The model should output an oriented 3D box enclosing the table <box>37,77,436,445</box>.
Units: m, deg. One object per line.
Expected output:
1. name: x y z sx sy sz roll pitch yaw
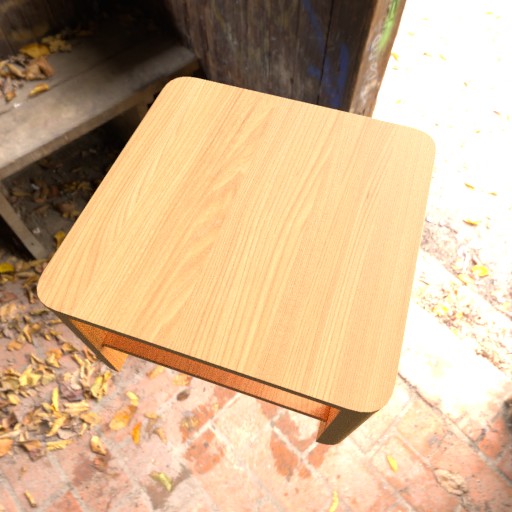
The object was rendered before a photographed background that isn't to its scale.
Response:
1. table: 0.000 0.000 1.221 0.750 0.450 0.750 16 61 9
